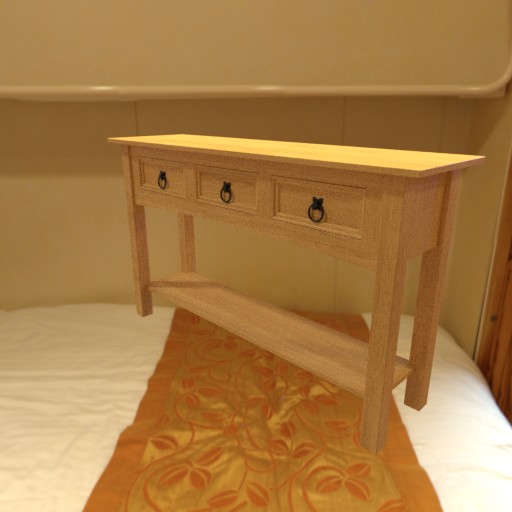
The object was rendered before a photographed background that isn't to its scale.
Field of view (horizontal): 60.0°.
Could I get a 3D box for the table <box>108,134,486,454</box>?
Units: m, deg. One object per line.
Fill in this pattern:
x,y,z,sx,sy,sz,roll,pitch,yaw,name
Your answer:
0.000,0.000,1.498,1.240,0.730,0.350,18,25,42,table
